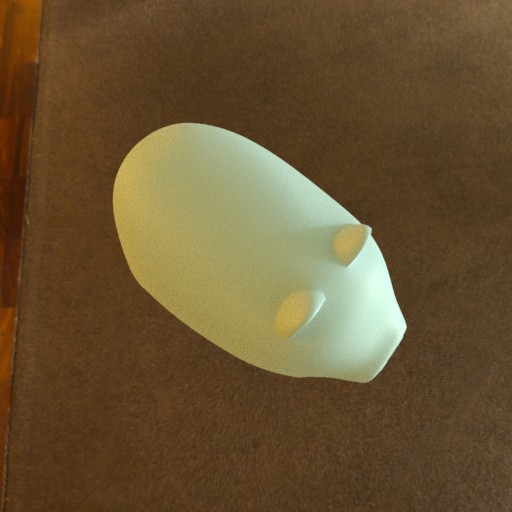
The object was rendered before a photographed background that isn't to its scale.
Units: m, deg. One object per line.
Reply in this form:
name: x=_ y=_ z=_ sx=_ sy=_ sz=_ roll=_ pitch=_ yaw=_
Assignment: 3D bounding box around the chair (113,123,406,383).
chair: x=0.000 y=0.000 z=0.846 sx=0.619 sy=0.423 sz=0.364 roll=36 pitch=78 yaw=9
